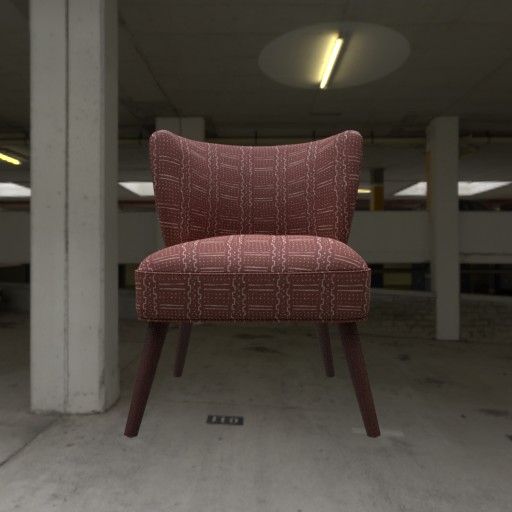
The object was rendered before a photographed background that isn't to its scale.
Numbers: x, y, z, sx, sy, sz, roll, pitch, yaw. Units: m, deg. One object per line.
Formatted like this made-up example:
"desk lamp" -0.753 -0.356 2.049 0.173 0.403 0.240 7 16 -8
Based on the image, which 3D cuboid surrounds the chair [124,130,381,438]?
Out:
"chair" 0.000 0.000 1.418 0.706 0.866 0.758 0 0 0
